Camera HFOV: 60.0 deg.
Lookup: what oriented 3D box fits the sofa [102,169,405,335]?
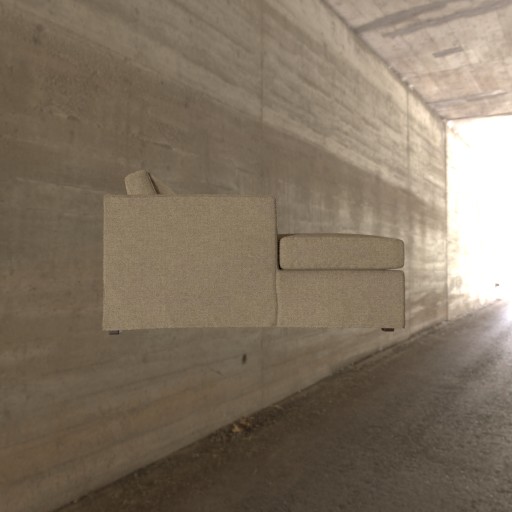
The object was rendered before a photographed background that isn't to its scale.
[{"bbox_3d":[0.000,0.000,3.906,1.638,0.920,3.198,0,-2,0],"label":"sofa"}]
